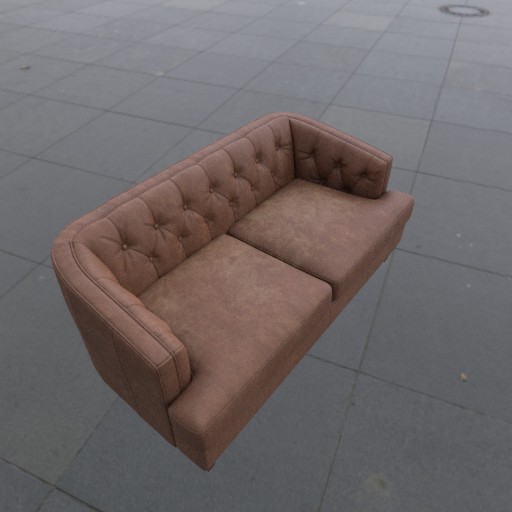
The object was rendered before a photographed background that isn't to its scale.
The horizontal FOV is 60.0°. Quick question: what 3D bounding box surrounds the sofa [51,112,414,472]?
[{"bbox_3d":[0.000,0.000,2.203,0.914,0.786,1.755,27,48,27],"label":"sofa"}]
